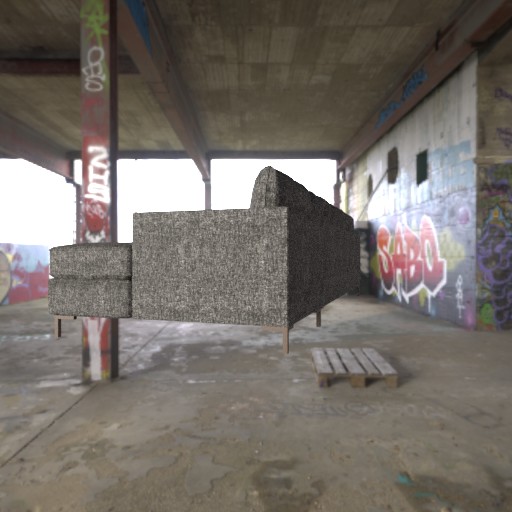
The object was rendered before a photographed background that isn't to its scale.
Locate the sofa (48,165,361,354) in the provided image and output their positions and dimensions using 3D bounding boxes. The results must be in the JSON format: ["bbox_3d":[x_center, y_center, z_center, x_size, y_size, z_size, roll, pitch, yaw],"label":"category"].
[{"bbox_3d":[0.000,0.000,3.977,1.488,0.970,3.384,0,0,19],"label":"sofa"}]
